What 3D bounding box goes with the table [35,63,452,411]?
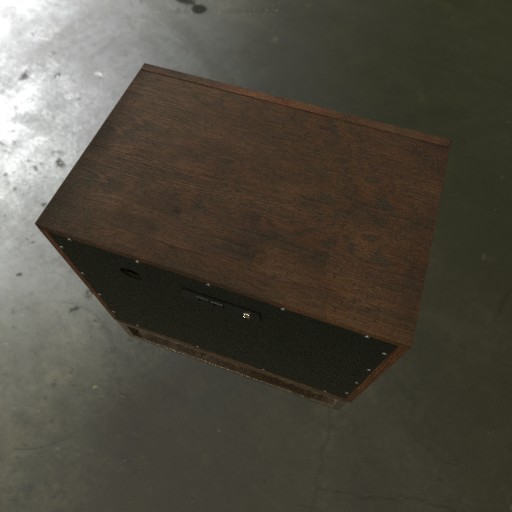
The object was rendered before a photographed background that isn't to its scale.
[{"bbox_3d":[0.000,0.000,1.282,0.767,0.746,0.542,17,64,9],"label":"table"}]
